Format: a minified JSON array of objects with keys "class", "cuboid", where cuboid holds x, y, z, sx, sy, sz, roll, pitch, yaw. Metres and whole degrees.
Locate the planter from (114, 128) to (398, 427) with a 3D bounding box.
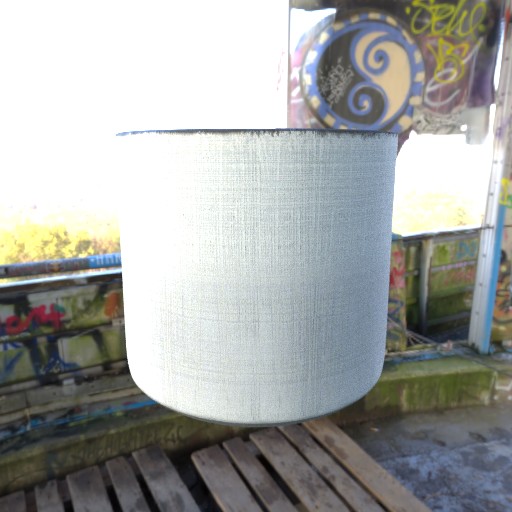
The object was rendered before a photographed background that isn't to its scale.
[{"class":"planter","cuboid":[0.000,0.000,0.377,0.221,0.201,0.221,0,14,0]}]
